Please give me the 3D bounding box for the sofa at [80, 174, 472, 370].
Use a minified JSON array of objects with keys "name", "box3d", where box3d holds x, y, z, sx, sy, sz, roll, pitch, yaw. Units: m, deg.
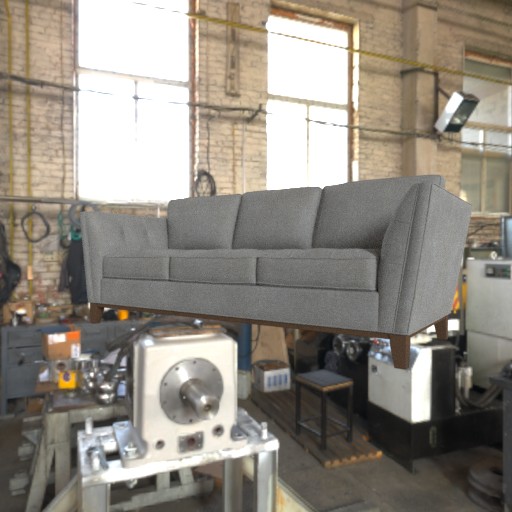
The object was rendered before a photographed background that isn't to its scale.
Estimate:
[{"name":"sofa","box3d":[0.000,0.000,2.850,2.387,0.940,0.965,0,0,35]}]
